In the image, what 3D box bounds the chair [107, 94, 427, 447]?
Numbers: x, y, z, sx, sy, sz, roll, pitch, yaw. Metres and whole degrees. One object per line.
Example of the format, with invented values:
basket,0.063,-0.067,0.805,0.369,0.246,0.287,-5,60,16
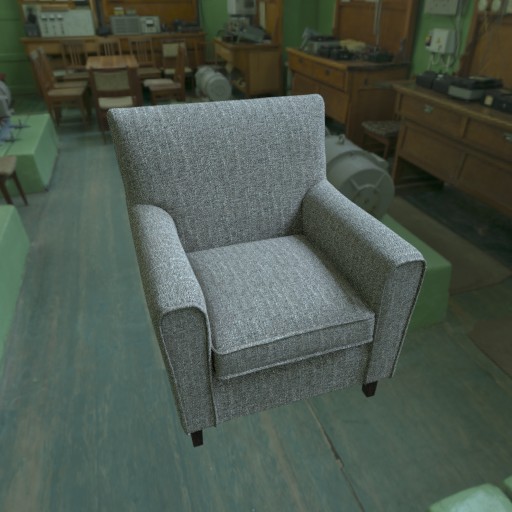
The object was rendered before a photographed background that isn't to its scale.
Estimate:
chair,0.000,0.000,1.618,0.864,0.928,0.873,-10,32,-16
